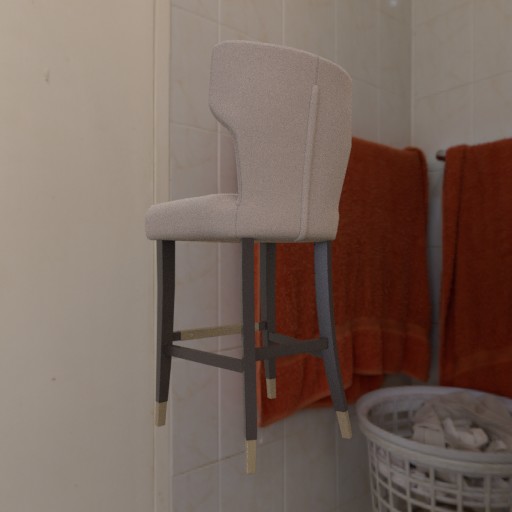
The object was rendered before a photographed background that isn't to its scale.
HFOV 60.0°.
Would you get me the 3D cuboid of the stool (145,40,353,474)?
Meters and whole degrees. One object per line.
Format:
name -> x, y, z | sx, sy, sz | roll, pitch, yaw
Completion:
stool -> 0.000, 0.000, 1.399 | 0.526, 1.092, 0.563 | 0, 0, -37
